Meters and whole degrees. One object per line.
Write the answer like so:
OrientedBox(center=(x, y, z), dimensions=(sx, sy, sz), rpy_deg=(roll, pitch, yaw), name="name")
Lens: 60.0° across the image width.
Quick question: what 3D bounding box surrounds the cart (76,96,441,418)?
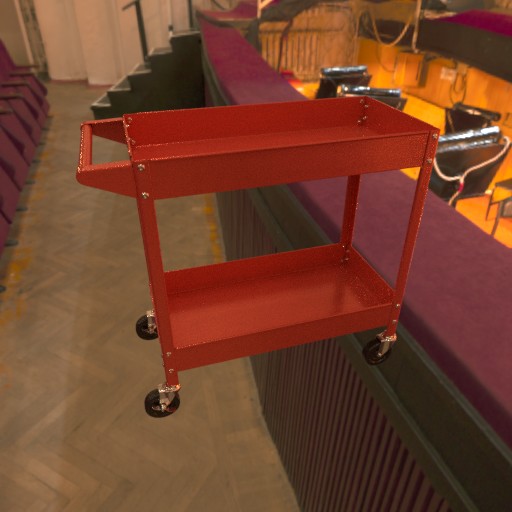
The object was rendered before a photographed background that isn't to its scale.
OrientedBox(center=(0.000, 0.000, 1.208), dimensions=(0.779, 0.719, 0.366), rpy_deg=(-9, 34, -14), name="cart")
